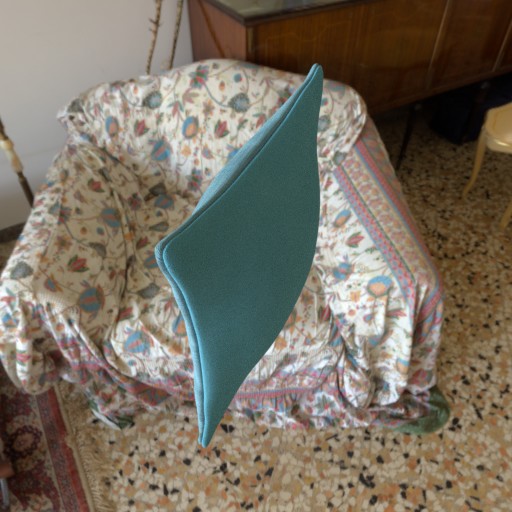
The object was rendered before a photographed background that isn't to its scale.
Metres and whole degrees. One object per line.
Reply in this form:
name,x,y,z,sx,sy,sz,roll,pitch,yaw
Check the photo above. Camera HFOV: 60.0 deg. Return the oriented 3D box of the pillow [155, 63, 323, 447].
pillow,0.000,0.000,0.657,0.151,0.415,0.433,18,48,17
